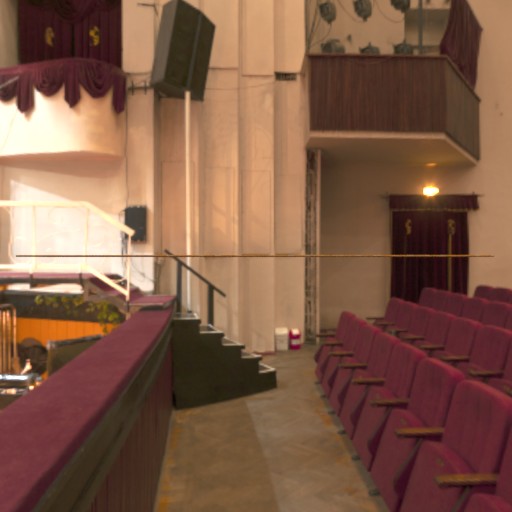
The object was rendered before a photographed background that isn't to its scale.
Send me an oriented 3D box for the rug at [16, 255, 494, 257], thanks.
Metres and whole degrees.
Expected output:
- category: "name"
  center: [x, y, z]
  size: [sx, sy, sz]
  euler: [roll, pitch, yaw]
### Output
- category: "rug"
  center: [0.000, 0.000, 2.630]
  size: [2.438, 0.010, 0.775]
  euler: [0, 0, 0]
